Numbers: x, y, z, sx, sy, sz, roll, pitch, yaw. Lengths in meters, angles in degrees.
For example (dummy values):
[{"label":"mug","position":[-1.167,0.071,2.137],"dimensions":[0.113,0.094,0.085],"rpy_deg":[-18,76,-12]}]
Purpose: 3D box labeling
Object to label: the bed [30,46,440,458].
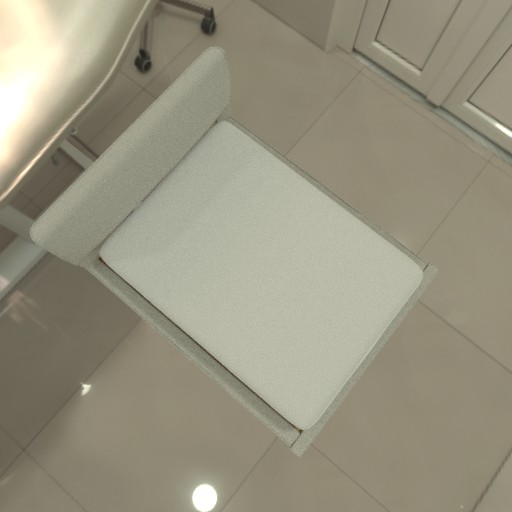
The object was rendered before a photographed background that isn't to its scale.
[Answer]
[{"label":"bed","position":[0.000,0.000,3.305],"dimensions":[2.368,1.067,1.840],"rpy_deg":[39,79,9]}]
